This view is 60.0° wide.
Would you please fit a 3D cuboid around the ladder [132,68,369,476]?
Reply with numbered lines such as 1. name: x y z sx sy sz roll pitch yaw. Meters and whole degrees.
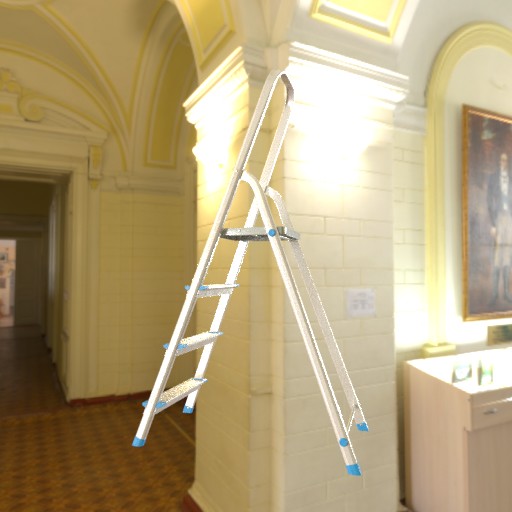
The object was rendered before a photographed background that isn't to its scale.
1. ladder: 0.000 0.000 1.781 0.842 1.434 0.445 -1 -2 17
